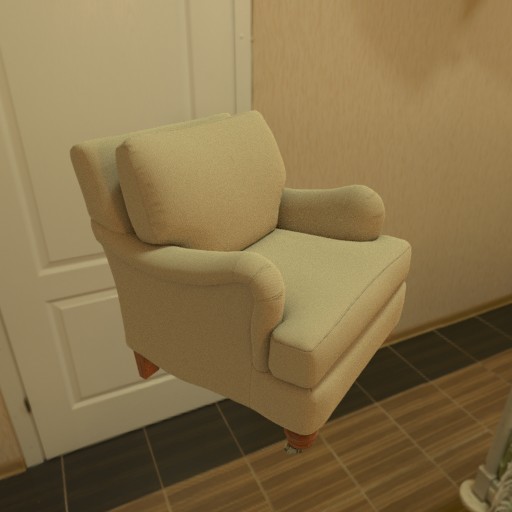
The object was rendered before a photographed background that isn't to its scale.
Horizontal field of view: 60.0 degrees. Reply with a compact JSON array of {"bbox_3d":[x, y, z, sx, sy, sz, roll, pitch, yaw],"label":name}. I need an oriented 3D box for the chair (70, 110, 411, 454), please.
[{"bbox_3d":[0.000,0.000,1.848,1.070,1.038,0.955,18,32,31],"label":"chair"}]
